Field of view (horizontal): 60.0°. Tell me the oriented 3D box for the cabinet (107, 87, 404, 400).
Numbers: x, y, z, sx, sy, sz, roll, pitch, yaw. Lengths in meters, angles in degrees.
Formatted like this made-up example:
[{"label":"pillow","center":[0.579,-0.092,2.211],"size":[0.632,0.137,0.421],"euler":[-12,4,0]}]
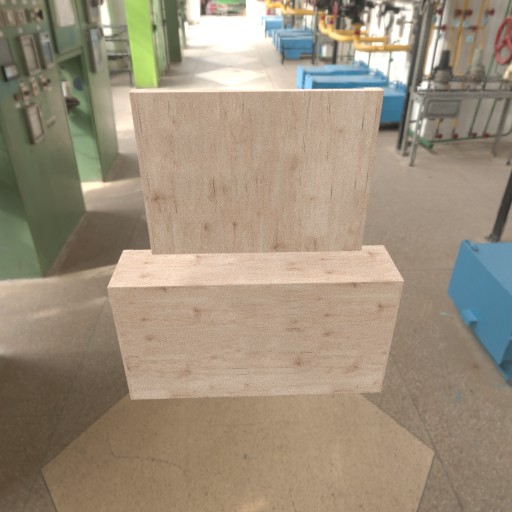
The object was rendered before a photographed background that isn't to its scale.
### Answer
[{"label":"cabinet","center":[0.000,0.000,2.682],"size":[1.700,1.981,0.420],"euler":[-1,31,-2]}]
